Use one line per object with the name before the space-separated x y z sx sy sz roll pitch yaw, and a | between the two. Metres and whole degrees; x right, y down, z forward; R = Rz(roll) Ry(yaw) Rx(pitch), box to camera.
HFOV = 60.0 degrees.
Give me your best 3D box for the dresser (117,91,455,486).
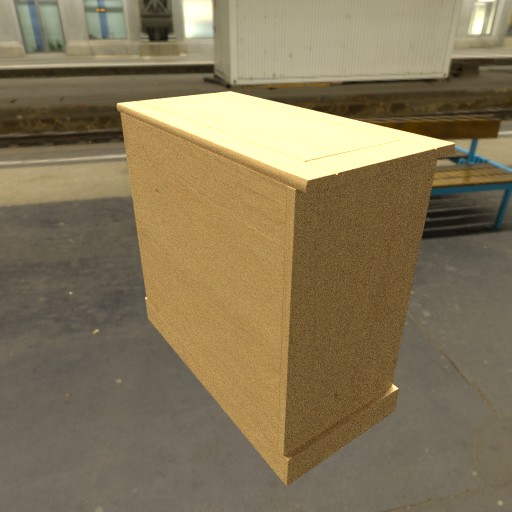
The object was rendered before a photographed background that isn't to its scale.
dresser | 0.000 0.000 1.390 0.440 0.835 0.915 -19 34 -31
